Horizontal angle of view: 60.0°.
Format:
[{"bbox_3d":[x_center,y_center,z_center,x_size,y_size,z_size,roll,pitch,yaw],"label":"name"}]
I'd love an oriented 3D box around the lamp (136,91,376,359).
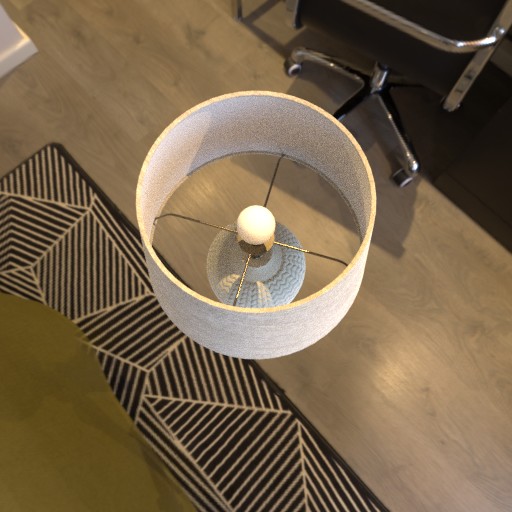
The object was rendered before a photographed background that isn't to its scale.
[{"bbox_3d":[0.000,0.000,0.846,0.390,0.580,0.390,0,74,0],"label":"lamp"}]
